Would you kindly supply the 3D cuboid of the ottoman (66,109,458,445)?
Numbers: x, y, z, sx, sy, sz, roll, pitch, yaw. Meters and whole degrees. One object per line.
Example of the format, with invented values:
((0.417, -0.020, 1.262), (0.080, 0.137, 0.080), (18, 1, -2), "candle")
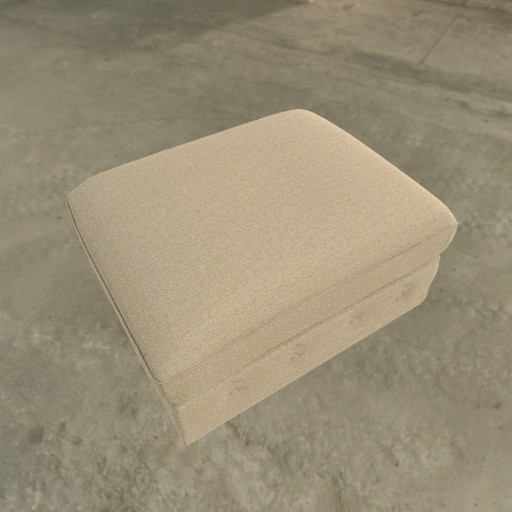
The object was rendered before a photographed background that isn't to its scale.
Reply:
((0.000, 0.000, 1.037), (0.684, 0.463, 0.541), (-24, 51, -21), "ottoman")
